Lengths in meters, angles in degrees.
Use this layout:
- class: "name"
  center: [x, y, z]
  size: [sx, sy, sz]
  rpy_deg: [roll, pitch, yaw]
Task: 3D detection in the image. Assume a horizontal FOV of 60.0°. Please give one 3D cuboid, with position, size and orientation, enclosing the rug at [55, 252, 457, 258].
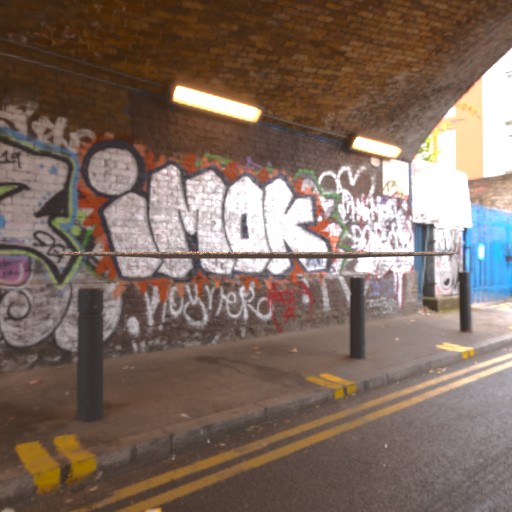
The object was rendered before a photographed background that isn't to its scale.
- class: "rug"
  center: [0.000, 0.000, 4.884]
  size: [2.892, 0.036, 3.585]
  rpy_deg: [0, -1, 0]
